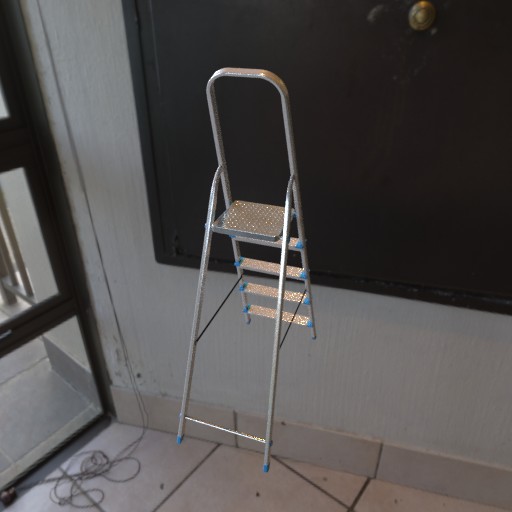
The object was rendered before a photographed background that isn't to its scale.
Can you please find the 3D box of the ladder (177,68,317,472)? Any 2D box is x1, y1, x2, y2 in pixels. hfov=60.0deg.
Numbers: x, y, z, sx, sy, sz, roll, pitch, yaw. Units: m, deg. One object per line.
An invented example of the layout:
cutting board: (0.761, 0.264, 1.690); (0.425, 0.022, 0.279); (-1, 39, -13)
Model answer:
ladder: (0.000, 0.000, 2.057); (0.468, 1.648, 0.990); (10, 32, 17)
